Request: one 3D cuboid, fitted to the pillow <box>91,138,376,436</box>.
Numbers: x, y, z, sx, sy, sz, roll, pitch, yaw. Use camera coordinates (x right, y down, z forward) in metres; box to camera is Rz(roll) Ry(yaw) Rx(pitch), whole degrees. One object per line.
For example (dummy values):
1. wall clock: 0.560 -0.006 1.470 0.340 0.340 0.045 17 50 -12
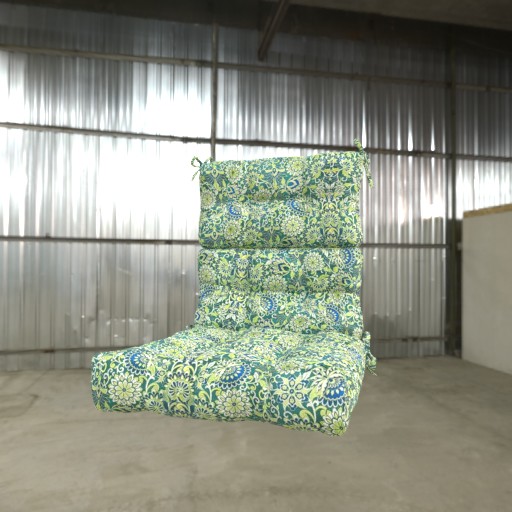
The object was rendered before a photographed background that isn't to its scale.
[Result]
1. pillow: 0.000 0.000 1.009 0.519 0.605 0.571 0 -1 18
